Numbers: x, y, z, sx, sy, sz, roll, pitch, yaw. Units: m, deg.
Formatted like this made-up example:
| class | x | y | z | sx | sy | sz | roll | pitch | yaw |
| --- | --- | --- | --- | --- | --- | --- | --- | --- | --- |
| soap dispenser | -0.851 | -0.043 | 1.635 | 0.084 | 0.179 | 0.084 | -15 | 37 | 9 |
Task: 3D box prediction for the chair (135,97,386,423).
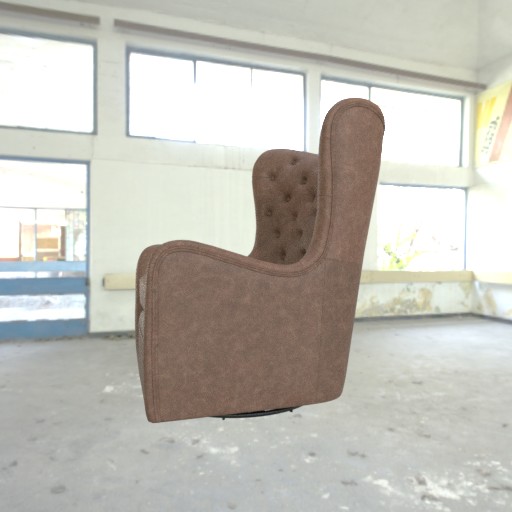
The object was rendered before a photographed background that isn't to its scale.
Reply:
| class | x | y | z | sx | sy | sz | roll | pitch | yaw |
| --- | --- | --- | --- | --- | --- | --- | --- | --- | --- |
| chair | 0.000 | 0.000 | 1.805 | 0.930 | 1.079 | 0.831 | 0 | 0 | -17 |
